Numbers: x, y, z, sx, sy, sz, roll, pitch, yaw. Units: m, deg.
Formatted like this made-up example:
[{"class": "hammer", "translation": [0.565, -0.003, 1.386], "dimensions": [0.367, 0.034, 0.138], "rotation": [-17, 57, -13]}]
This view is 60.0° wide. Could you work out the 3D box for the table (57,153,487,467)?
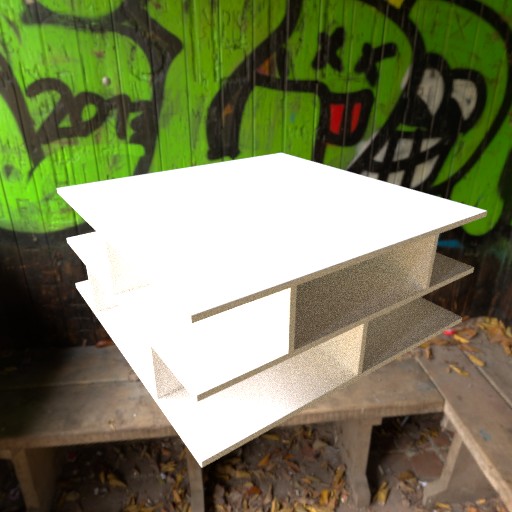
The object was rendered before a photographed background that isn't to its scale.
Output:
[{"class": "table", "translation": [0.000, 0.000, 1.071], "dimensions": [0.700, 0.289, 0.700], "rotation": [-17, 30, -32]}]
